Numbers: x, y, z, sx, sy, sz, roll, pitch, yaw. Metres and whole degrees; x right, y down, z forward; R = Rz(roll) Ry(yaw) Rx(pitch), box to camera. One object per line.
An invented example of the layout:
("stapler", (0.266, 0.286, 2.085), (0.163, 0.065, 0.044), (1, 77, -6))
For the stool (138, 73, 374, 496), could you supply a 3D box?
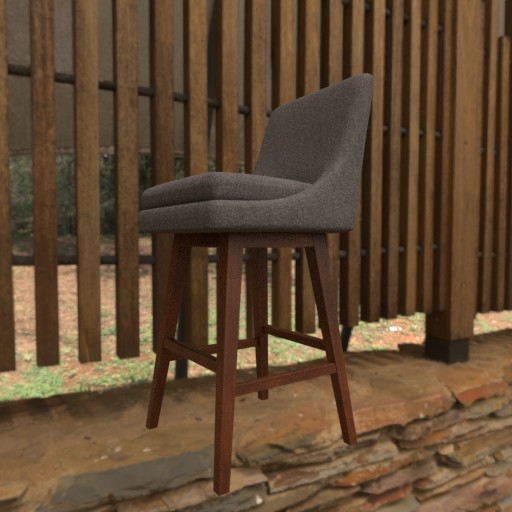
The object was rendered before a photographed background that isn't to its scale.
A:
("stool", (0.000, 0.000, 1.328), (0.572, 1.068, 0.489), (-2, 3, -35))
